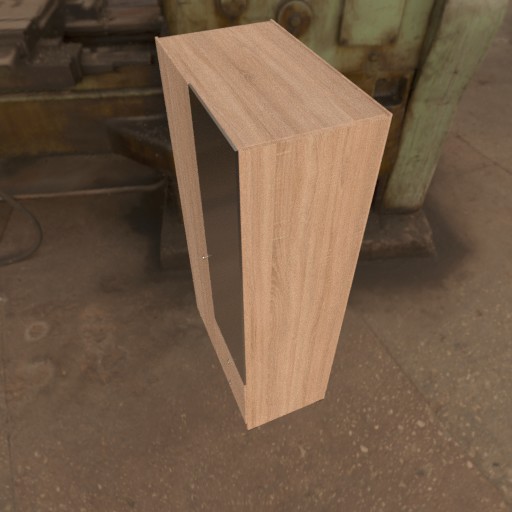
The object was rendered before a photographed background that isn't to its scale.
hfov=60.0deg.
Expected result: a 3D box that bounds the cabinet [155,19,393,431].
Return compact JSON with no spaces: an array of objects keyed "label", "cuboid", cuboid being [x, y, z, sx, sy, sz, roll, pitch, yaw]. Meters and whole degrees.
[{"label":"cabinet","cuboid":[0.000,0.000,2.517,0.590,2.121,1.001,-17,49,-16]}]
